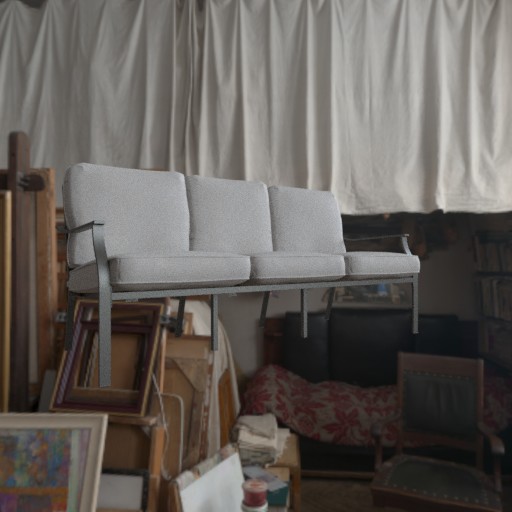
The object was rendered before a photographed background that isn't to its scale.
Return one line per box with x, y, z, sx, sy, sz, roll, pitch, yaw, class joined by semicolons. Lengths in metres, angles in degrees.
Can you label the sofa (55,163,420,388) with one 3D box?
0.000;0.000;2.229;1.740;0.860;0.787;0;0;-36;sofa
